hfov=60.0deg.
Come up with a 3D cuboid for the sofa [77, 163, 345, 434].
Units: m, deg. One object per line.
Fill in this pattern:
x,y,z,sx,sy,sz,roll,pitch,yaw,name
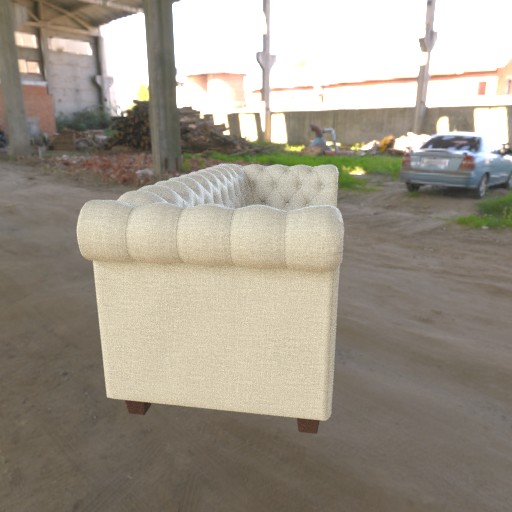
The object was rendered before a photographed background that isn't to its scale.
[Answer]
0.000,0.000,2.164,0.783,0.797,1.798,3,16,9,sofa
